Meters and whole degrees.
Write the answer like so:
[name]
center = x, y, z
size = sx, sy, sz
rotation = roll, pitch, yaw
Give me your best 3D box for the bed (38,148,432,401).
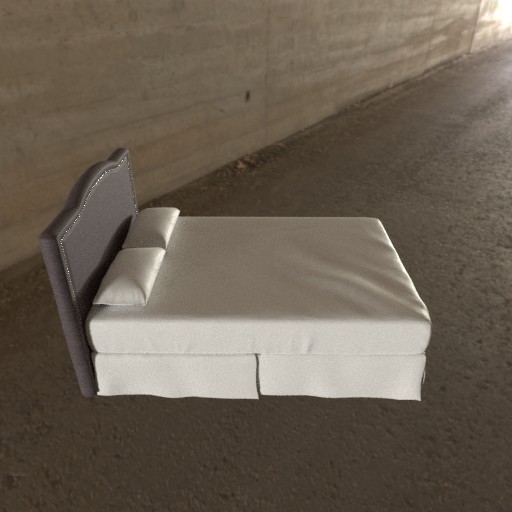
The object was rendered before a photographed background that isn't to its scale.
[bed]
center = 0.000, 0.000, 3.581
size = 2.507, 1.441, 1.741
rotation = 0, 31, 0
